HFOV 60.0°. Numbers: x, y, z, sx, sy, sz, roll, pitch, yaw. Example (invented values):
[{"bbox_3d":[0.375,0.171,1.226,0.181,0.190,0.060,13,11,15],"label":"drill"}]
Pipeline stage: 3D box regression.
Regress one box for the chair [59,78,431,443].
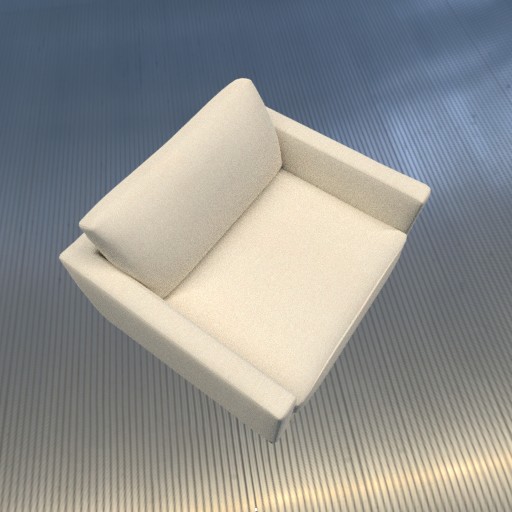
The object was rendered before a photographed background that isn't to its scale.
[{"bbox_3d":[0.000,0.000,1.634,0.875,0.806,0.964,32,65,17],"label":"chair"}]
